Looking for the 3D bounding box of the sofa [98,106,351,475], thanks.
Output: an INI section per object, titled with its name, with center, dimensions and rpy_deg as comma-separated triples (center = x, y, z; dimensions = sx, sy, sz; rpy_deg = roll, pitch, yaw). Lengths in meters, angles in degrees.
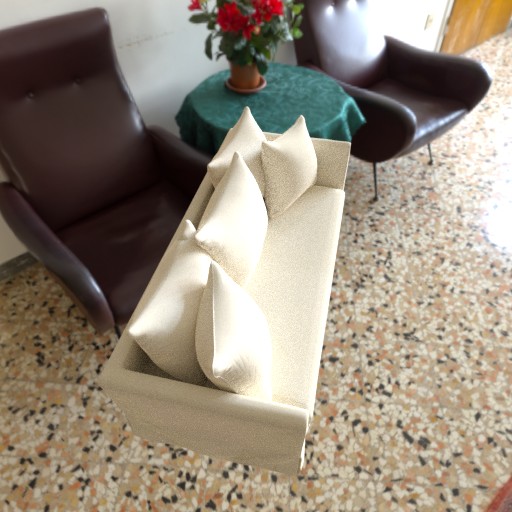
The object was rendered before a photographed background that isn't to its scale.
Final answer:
[sofa]
center = 0.000, 0.000, 2.864
dimensions = 1.031, 1.034, 2.290
rpy_deg = 10, 47, 9
